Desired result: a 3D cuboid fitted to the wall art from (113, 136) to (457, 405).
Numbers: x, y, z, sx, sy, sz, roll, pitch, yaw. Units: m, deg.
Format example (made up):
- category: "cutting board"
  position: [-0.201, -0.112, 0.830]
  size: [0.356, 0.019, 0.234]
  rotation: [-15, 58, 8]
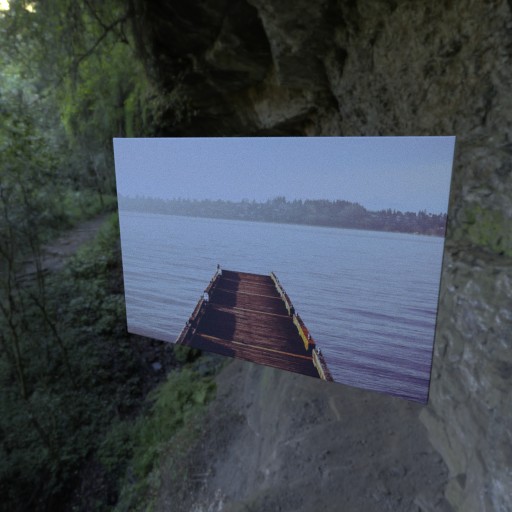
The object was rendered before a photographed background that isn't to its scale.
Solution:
- category: "wall art"
  position: [0.000, 0.000, 1.477]
  size: [1.149, 0.765, 0.040]
  rotation: [7, 16, 26]
